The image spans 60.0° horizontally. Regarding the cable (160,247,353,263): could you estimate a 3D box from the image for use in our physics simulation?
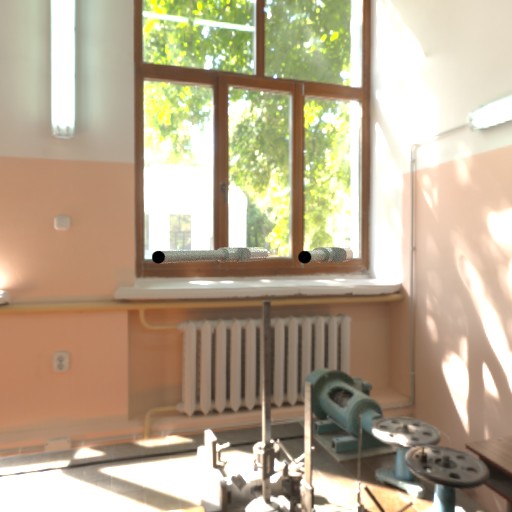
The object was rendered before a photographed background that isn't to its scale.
[{"bbox_3d":[0.000,0.000,0.115,0.041,0.005,0.098,0,1,18],"label":"cable"}]
